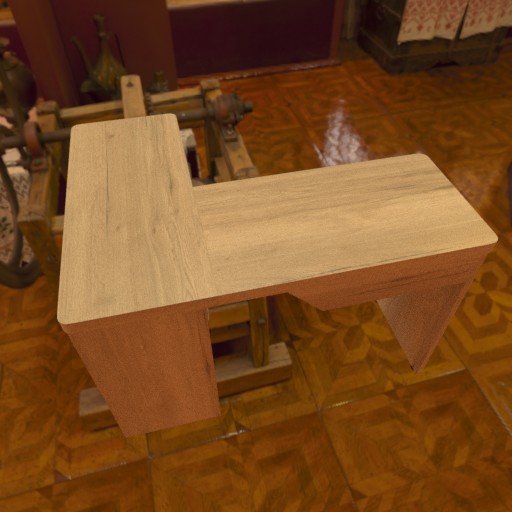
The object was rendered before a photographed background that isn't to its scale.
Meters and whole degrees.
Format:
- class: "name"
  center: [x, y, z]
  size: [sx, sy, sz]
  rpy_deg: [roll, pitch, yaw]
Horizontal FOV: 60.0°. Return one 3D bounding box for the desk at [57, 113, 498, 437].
- class: "desk"
  center: [0.000, 0.000, 1.695]
  size: [1.169, 0.760, 0.900]
  rpy_deg: [-10, 48, -9]
